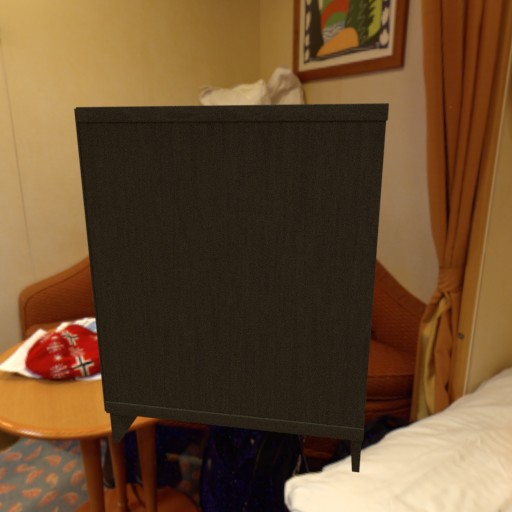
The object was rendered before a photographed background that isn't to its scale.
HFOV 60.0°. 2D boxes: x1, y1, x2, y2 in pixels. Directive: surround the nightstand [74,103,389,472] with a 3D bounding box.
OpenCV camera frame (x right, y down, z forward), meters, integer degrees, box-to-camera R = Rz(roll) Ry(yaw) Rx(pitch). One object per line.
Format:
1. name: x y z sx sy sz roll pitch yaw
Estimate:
1. nightstand: 0.000 0.000 0.736 0.347 0.448 0.427 3 15 10
